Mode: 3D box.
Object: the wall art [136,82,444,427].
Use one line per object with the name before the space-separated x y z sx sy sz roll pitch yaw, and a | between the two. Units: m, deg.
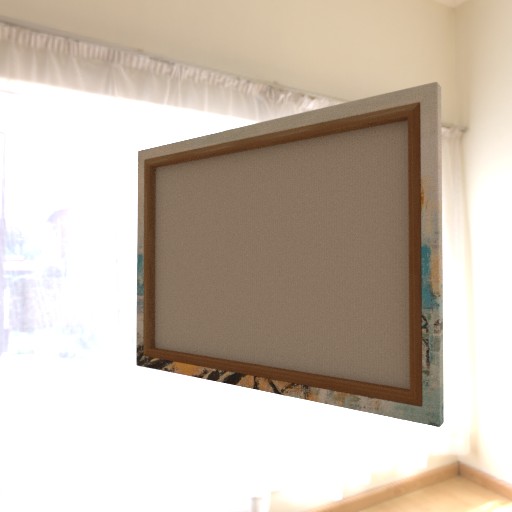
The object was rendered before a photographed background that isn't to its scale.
wall art | 0.000 0.000 1.284 1.016 0.762 0.038 -1 -1 36
